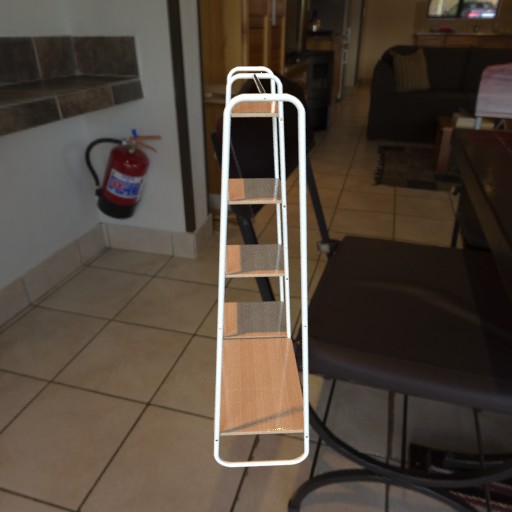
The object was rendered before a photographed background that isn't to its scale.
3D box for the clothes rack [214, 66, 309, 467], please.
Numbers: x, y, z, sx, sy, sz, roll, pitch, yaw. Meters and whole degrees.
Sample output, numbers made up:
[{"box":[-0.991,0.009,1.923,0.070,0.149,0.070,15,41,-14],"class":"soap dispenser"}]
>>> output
[{"box":[0.000,0.000,1.991,0.400,1.500,1.011,-1,27,-2],"class":"clothes rack"}]
